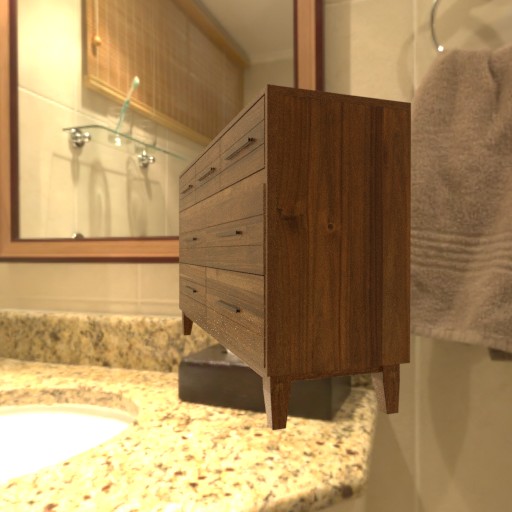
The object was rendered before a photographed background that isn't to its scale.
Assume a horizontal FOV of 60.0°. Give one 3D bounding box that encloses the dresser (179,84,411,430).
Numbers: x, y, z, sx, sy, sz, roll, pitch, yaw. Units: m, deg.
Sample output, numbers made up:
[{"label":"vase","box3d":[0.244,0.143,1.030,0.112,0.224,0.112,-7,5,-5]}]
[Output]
[{"label":"dresser","box3d":[0.000,0.000,1.838,0.446,0.873,1.400,0,1,-19]}]
